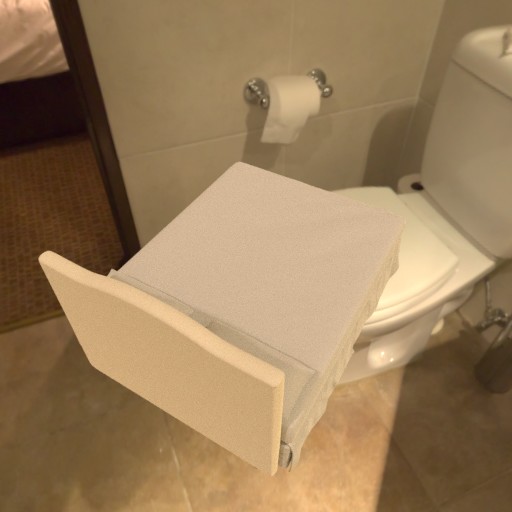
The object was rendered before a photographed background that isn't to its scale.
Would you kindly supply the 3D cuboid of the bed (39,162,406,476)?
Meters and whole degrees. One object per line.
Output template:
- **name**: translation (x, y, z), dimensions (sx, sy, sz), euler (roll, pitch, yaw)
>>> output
- **bed**: translation (0.000, 0.000, 3.631), dimensions (1.977, 1.437, 2.477), euler (23, 50, 21)
